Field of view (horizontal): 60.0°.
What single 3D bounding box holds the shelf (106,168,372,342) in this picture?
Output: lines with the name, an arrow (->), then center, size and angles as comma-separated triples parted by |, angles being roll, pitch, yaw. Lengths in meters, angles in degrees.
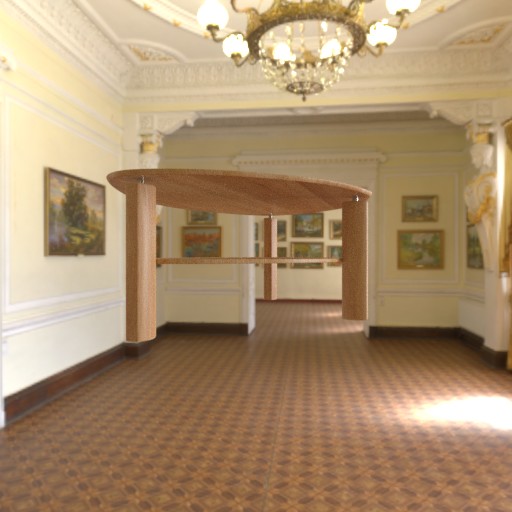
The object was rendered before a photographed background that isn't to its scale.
shelf -> 0.000, 0.000, 1.665 | 0.845, 0.440, 1.246 | 0, 0, 20
